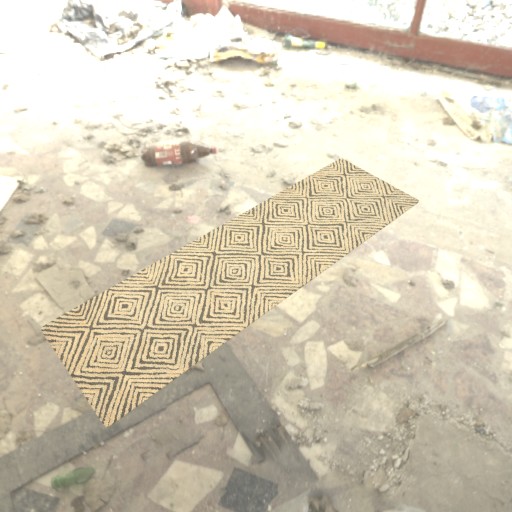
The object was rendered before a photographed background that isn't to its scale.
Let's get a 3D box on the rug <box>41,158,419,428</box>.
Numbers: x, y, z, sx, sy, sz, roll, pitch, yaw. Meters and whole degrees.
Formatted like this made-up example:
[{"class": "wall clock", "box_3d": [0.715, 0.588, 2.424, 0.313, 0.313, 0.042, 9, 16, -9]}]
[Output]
[{"class": "rug", "box_3d": [0.000, 0.000, 2.557, 2.277, 0.008, 0.676, -32, 54, -28]}]
